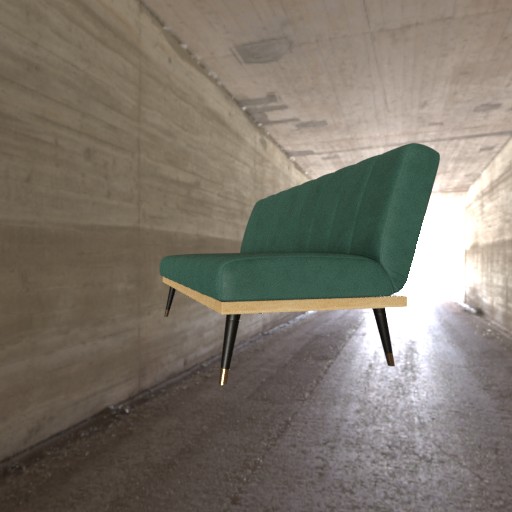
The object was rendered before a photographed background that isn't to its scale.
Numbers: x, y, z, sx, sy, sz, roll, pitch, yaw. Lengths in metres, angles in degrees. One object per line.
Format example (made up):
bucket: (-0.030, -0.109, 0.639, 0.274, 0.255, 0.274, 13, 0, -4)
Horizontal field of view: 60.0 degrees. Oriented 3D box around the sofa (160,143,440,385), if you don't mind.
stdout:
sofa: (0.000, 0.000, 2.321, 0.830, 0.820, 1.810, 0, 0, -18)
